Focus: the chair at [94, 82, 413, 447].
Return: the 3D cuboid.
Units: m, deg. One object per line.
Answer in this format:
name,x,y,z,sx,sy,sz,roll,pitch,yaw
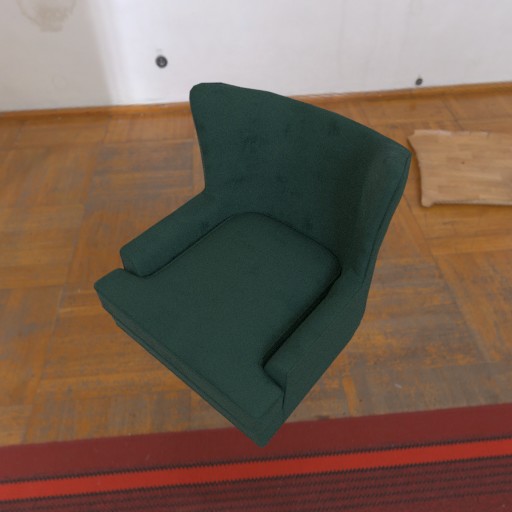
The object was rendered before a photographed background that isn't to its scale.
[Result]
chair,0.000,0.000,1.605,0.793,0.952,0.910,31,54,26
